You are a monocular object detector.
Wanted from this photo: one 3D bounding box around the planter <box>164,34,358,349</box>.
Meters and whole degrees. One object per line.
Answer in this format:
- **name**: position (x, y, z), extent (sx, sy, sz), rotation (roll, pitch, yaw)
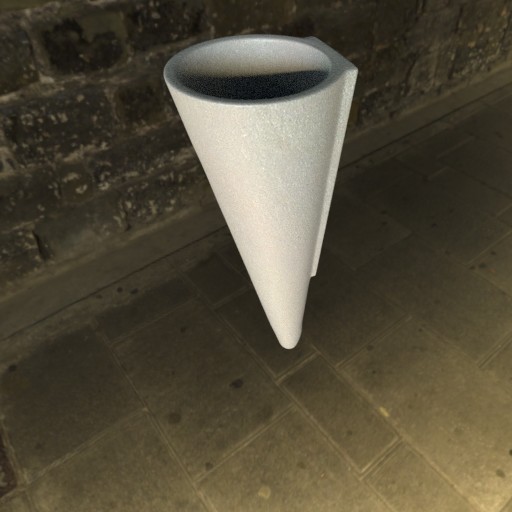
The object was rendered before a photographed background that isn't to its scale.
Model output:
- **planter**: position (0.000, 0.000, 0.222), extent (0.064, 0.191, 0.057), rotation (-17, 48, -16)
